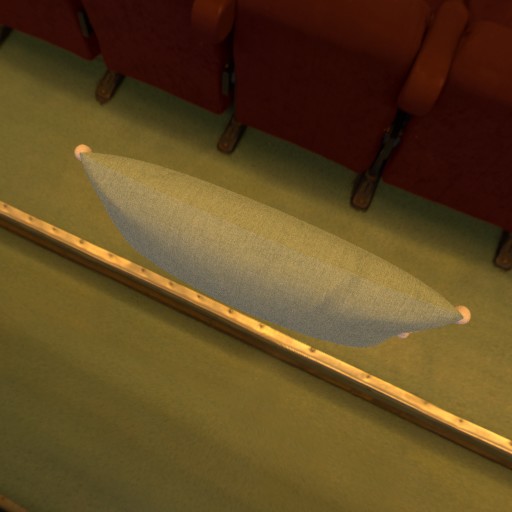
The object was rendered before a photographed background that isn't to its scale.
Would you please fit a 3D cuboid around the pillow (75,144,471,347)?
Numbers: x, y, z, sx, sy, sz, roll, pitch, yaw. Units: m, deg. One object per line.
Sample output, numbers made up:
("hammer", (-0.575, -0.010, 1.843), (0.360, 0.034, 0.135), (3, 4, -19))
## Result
("pillow", (0.000, 0.000, 0.834), (0.709, 0.322, 0.201), (24, 76, 6))
